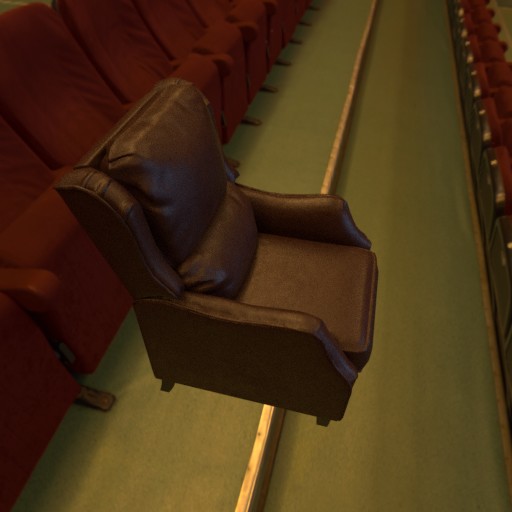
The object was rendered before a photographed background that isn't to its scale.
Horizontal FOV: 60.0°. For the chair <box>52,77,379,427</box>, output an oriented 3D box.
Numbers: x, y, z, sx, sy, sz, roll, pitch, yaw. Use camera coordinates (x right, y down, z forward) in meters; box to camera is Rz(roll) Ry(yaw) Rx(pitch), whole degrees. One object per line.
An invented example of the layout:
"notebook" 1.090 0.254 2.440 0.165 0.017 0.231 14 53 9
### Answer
"chair" 0.000 0.000 1.726 0.982 1.132 0.770 10 45 10
